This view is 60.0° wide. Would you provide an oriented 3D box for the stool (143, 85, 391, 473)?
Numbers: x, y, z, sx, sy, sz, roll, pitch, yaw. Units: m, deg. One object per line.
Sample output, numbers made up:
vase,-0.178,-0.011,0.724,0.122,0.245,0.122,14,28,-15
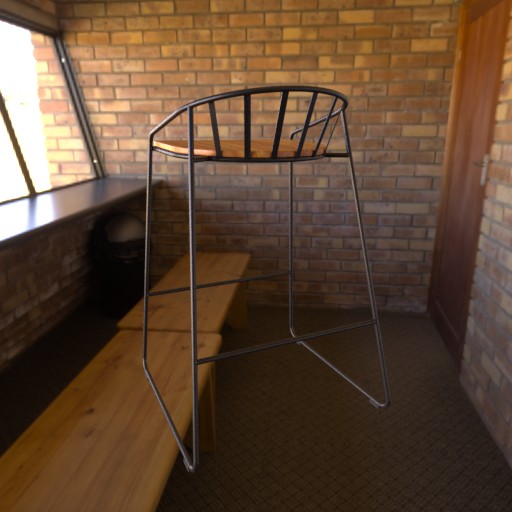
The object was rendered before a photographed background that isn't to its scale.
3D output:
stool,0.000,0.000,1.174,0.546,0.812,0.521,-8,18,-25
